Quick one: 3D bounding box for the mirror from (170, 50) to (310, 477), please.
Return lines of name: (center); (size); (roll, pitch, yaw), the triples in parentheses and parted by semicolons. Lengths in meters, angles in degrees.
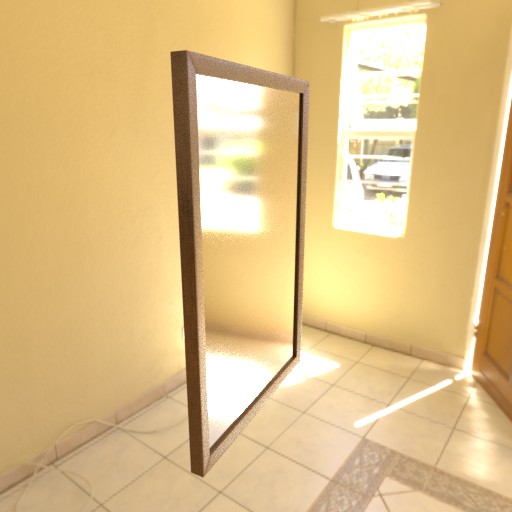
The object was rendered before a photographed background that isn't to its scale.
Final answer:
mirror: (0.000, 0.000, 1.175); (0.040, 0.915, 0.609); (8, 18, 26)
